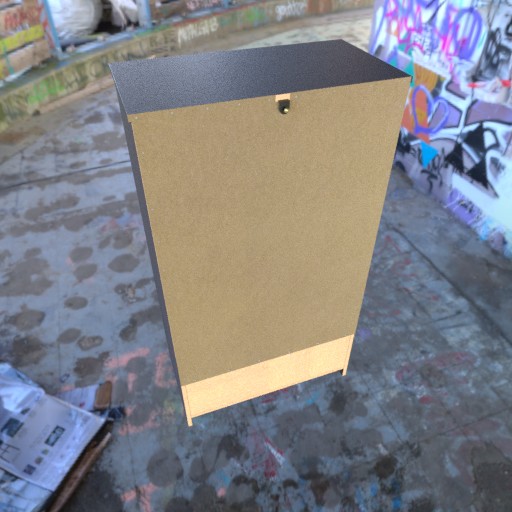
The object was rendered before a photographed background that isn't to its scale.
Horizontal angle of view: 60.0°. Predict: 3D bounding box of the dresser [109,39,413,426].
[{"bbox_3d":[0.000,0.000,1.547,0.704,1.254,0.418,-13,42,-15],"label":"dresser"}]
